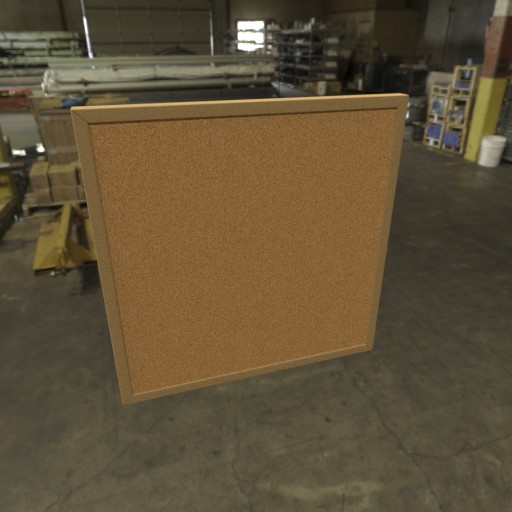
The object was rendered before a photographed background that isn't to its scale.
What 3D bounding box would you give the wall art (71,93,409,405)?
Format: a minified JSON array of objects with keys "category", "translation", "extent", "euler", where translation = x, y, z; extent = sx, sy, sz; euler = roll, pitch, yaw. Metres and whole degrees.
[{"category":"wall art","translation":[0.000,0.000,1.141],"extent":[0.761,0.761,0.037],"euler":[-8,27,-16]}]
